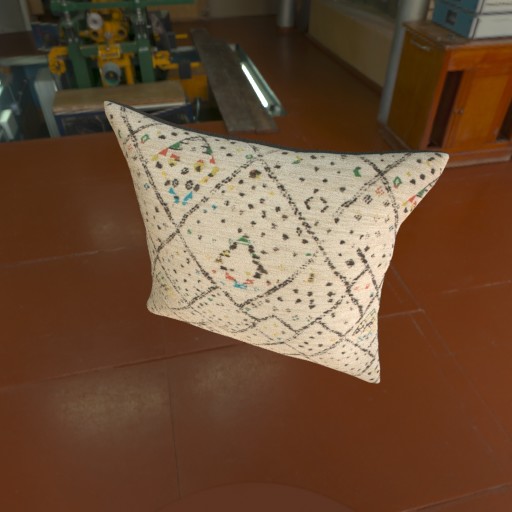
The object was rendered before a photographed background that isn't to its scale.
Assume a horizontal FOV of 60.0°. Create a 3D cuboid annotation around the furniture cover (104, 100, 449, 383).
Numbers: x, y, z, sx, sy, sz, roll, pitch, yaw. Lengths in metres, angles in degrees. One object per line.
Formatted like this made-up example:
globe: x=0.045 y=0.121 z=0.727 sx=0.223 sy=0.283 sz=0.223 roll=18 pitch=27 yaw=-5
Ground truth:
furniture cover: x=0.000 y=0.000 z=0.786 sx=0.525 sy=0.498 sz=0.180 roll=14 pitch=43 yaw=16
